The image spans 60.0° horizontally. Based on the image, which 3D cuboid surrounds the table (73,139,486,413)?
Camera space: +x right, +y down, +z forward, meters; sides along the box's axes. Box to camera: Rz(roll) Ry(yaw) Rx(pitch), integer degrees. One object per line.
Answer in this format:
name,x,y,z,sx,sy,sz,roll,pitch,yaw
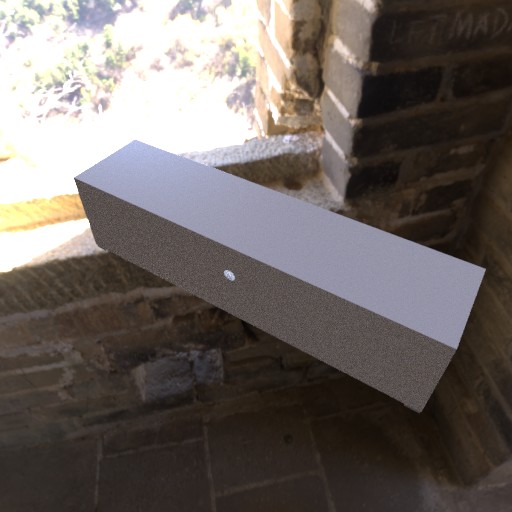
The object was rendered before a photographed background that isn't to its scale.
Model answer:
table,0.000,0.000,1.889,1.650,0.420,0.390,24,49,22
